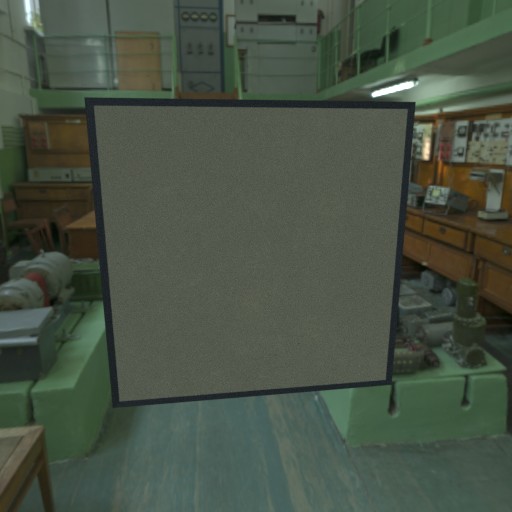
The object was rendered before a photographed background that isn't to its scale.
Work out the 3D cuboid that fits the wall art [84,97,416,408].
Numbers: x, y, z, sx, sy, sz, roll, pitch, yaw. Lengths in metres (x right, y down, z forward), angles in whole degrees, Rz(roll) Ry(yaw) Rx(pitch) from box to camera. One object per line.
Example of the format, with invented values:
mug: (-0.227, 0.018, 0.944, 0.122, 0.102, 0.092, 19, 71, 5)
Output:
wall art: (0.000, 0.000, 0.455, 0.302, 0.300, 0.036, -2, 15, -8)
